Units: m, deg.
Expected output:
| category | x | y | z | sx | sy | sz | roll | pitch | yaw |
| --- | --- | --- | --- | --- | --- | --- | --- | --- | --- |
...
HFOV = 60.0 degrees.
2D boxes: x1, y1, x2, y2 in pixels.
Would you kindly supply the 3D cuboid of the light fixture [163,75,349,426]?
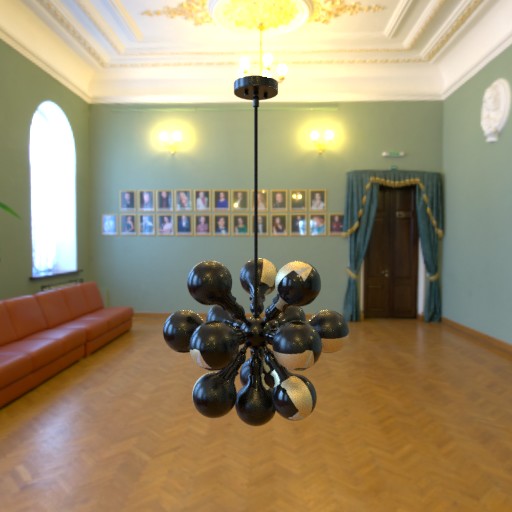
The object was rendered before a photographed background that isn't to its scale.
| category | x | y | z | sx | sy | sz | roll | pitch | yaw |
| --- | --- | --- | --- | --- | --- | --- | --- | --- | --- |
| light fixture | 0.000 | 0.000 | 1.116 | 0.468 | 0.859 | 0.420 | 0 | 2 | 0 |
